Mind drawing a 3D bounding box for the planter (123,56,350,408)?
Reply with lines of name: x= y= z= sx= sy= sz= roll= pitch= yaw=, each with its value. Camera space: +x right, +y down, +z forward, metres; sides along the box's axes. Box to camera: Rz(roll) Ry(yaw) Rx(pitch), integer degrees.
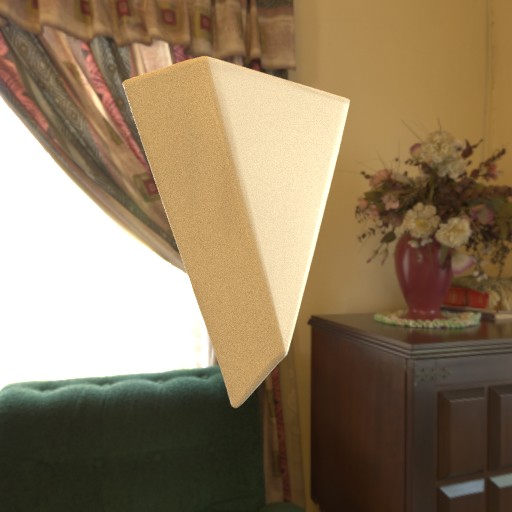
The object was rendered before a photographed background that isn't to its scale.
planter: x=0.000 y=0.000 z=0.271 sx=0.150 sy=0.197 sz=0.060 roll=1 pitch=-1 yaw=-35
